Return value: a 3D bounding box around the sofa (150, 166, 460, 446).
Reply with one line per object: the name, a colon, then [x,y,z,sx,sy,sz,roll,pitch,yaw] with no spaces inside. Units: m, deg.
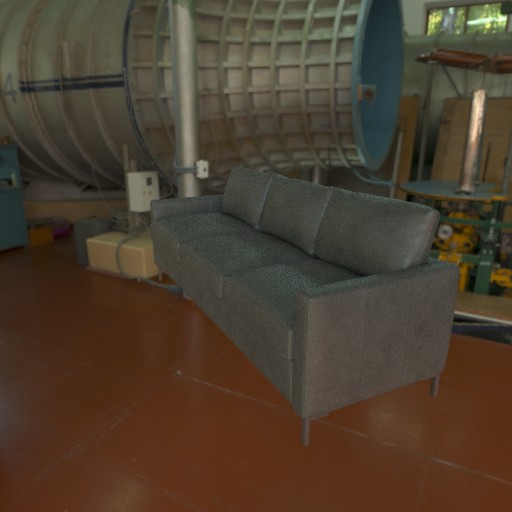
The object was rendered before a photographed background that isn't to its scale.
sofa: [0.000,0.000,2.424,0.748,0.805,2.029,-8,19,-26]
